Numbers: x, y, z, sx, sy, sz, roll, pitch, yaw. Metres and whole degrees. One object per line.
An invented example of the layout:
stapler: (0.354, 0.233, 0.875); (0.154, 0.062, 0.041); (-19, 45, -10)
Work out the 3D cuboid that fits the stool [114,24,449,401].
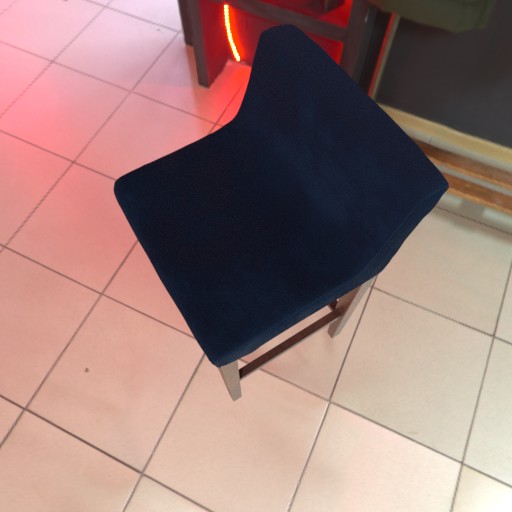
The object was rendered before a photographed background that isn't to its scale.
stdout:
stool: (0.000, 0.000, 1.213); (0.516, 0.945, 0.511); (-29, 68, -13)
